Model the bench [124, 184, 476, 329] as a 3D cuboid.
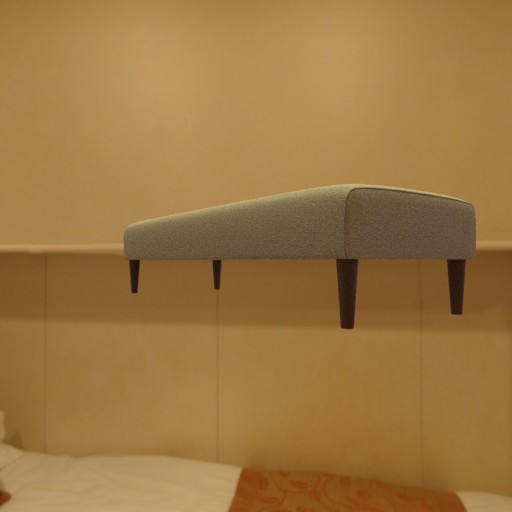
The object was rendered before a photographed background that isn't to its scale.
[{"bbox_3d":[0.000,0.000,1.884,0.631,0.383,1.598,0,-1,-36],"label":"bench"}]
